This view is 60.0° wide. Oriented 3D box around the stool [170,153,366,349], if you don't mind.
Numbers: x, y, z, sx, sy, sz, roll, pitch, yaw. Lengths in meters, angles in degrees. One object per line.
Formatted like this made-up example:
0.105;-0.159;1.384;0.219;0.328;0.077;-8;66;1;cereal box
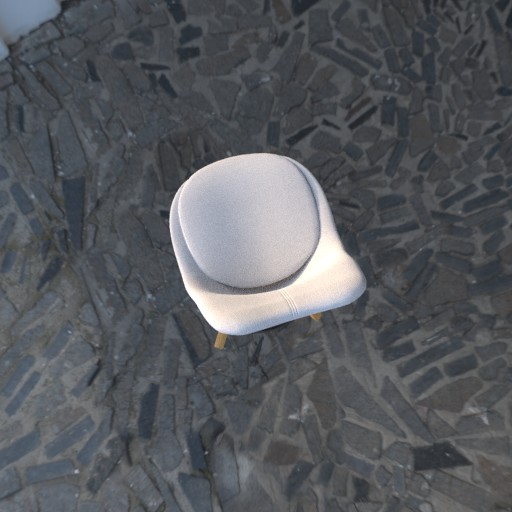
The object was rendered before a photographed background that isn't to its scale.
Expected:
0.000;0.000;1.419;0.484;1.115;0.550;-16;76;-4;stool
